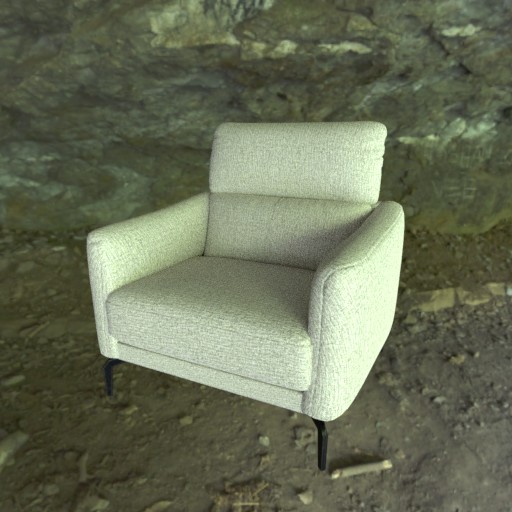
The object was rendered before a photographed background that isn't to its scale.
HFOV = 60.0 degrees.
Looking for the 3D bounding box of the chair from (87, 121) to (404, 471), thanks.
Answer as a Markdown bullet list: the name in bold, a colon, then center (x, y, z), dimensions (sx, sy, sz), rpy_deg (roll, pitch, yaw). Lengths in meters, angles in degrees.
- **chair**: center (0.000, 0.000, 1.641), dimensions (0.972, 0.967, 0.835), rpy_deg (8, 17, 26)
